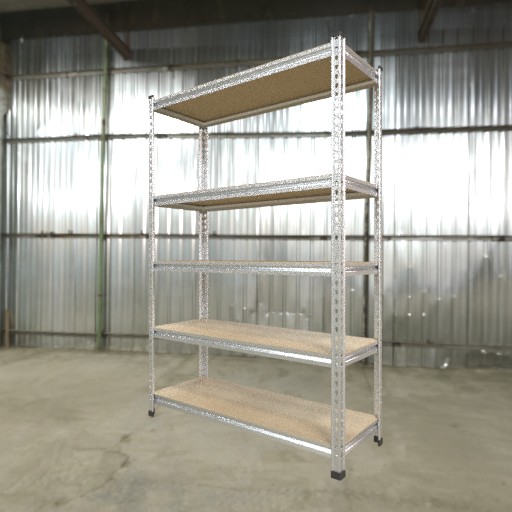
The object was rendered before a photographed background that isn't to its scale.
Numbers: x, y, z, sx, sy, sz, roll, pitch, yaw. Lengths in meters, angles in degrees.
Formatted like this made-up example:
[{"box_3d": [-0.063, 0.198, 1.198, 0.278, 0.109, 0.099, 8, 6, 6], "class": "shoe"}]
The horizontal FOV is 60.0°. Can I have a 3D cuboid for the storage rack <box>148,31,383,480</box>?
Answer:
[{"box_3d": [0.000, 0.000, 2.352, 1.219, 1.829, 0.457, 0, 0, 37], "class": "storage rack"}]
